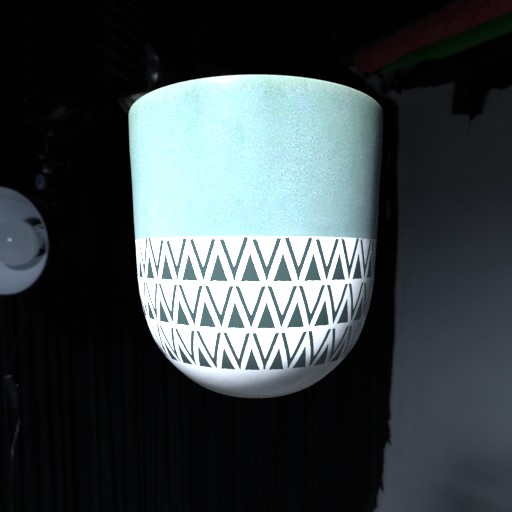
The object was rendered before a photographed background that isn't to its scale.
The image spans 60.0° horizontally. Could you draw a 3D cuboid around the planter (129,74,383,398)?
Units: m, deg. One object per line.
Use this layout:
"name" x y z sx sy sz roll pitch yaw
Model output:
"planter" 0.000 0.000 0.359 0.198 0.214 0.198 0 0 0
